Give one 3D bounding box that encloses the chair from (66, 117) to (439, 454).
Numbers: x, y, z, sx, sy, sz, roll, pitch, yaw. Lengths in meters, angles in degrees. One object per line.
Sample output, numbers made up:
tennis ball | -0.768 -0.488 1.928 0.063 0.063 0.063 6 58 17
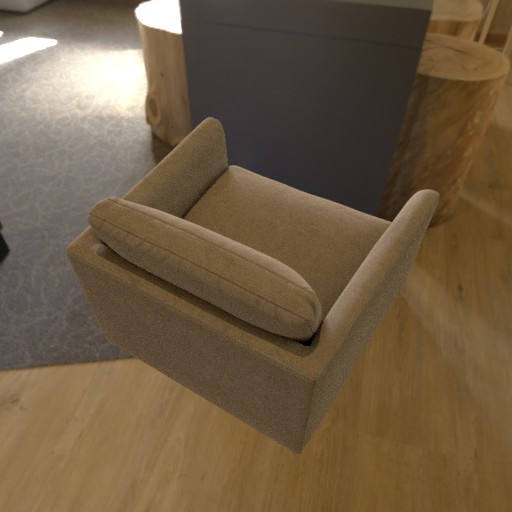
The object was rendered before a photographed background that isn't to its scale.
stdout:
chair | 0.000 0.000 1.941 1.190 0.845 1.091 24 52 20
